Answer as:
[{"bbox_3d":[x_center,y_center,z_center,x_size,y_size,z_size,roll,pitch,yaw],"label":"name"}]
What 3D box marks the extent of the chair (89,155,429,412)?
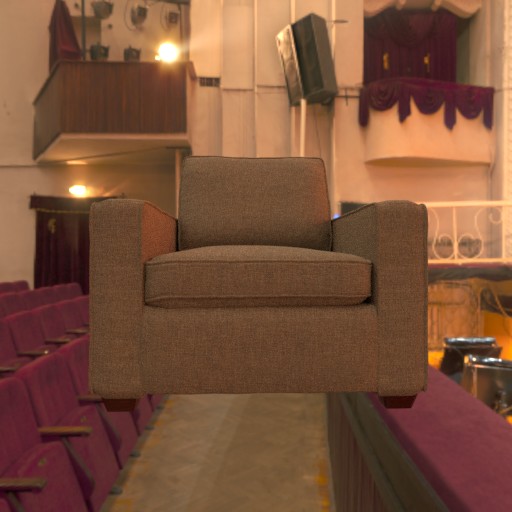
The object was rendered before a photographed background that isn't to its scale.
[{"bbox_3d":[0.000,0.000,1.730,1.016,0.914,0.940,0,0,-2],"label":"chair"}]
